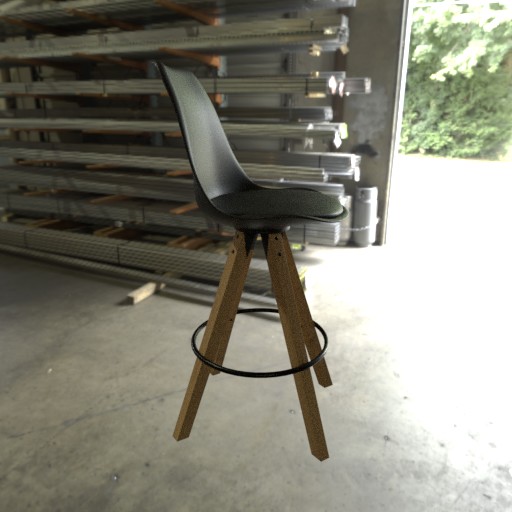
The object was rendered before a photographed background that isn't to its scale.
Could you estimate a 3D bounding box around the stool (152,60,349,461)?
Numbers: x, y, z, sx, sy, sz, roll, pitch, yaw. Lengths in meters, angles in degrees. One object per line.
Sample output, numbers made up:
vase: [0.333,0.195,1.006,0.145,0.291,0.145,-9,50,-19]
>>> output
stool: [0.000,0.000,1.383,0.550,1.115,0.485,3,18,10]
